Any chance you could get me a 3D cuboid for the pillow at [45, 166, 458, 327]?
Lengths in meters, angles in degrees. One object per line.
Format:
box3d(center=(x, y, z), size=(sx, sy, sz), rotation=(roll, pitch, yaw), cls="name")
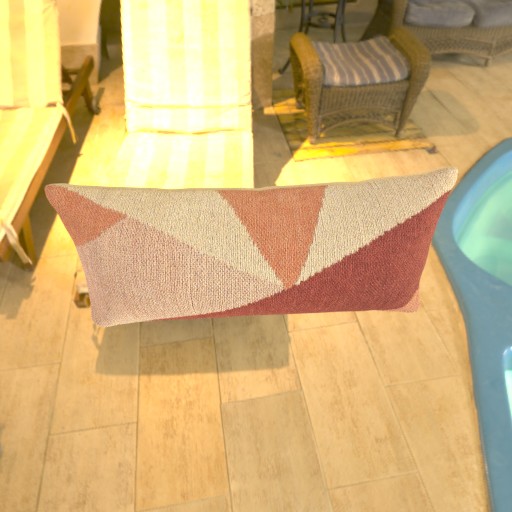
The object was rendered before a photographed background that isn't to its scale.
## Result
box3d(center=(0.000, 0.000, 0.731), size=(0.609, 0.292, 0.155), rotation=(-2, 46, -2), cls="pillow")
